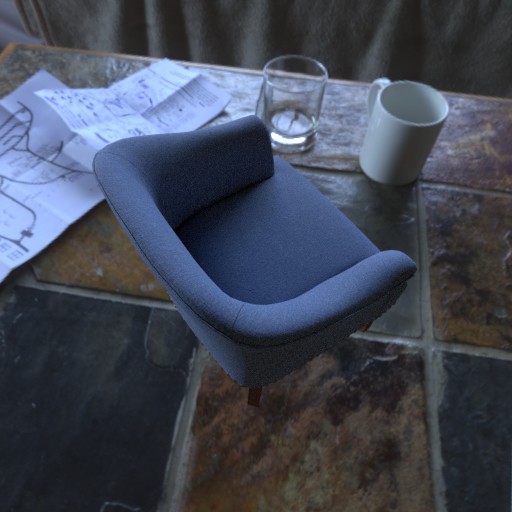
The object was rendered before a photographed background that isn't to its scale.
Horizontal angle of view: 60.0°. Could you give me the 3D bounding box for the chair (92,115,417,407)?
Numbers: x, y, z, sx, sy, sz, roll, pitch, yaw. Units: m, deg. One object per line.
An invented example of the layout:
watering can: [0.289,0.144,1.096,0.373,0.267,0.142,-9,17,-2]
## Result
chair: [0.000,0.000,1.435,0.704,0.815,0.798,-30,62,-18]
